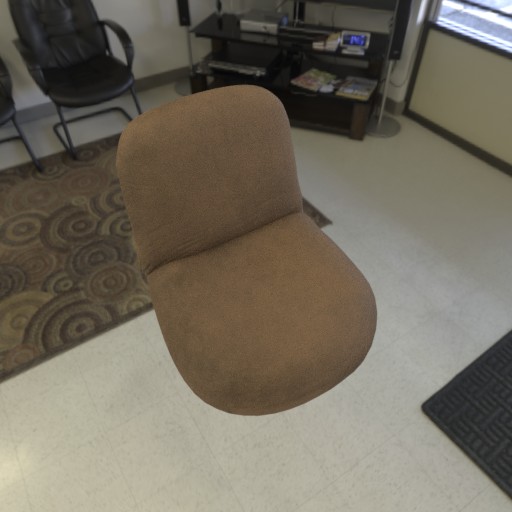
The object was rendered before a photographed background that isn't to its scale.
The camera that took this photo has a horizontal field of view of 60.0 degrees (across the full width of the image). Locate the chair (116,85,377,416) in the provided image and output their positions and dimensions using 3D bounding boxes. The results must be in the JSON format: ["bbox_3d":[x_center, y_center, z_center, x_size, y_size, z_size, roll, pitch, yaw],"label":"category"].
[{"bbox_3d":[0.000,0.000,1.039,0.521,0.594,0.597,-23,50,-20],"label":"chair"}]
